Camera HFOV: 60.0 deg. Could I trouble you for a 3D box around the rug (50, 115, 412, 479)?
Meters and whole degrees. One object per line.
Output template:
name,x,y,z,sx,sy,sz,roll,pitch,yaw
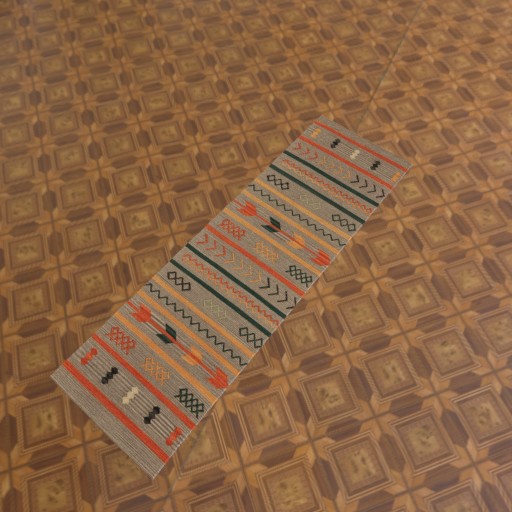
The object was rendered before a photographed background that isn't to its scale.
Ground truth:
rug,0.000,0.000,2.594,0.744,0.022,2.419,35,65,18
